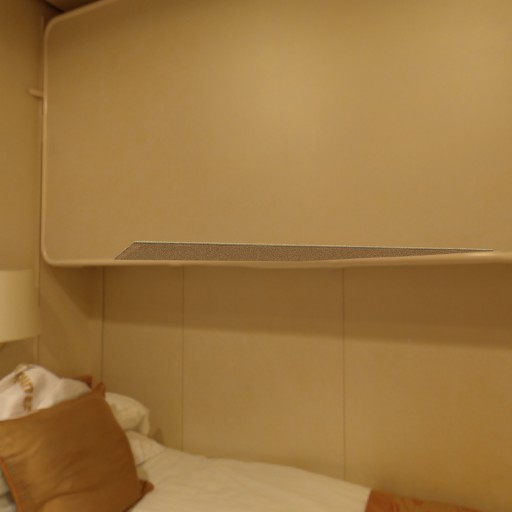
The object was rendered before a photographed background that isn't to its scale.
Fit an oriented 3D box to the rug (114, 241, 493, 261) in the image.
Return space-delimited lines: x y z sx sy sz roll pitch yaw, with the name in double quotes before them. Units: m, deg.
"rug" 0.000 0.000 3.887 2.288 0.018 2.895 1 -2 -20
